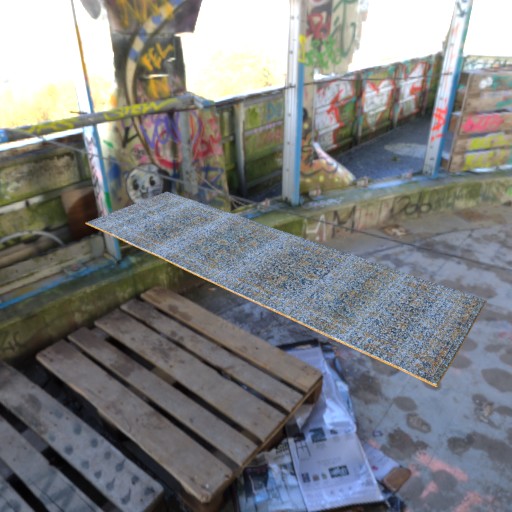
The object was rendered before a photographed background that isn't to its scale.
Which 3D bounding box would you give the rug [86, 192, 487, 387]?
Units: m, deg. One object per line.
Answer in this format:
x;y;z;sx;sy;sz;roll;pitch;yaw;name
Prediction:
0.000;0.000;2.517;2.294;0.014;0.704;21;36;33;rug
